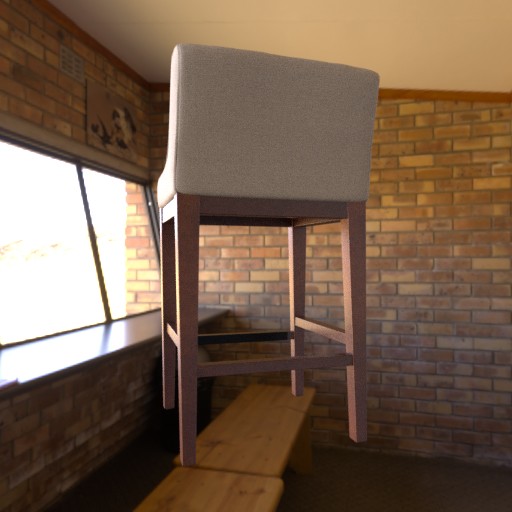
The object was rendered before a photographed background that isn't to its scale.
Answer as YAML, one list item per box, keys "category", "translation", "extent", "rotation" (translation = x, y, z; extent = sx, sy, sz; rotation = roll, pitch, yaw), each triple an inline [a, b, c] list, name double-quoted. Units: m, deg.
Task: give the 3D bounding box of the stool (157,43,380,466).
- category: "stool"
  translation: [0.000, 0.000, 1.237]
  extent: [0.511, 0.937, 0.500]
  rotation: [0, -1, -17]
